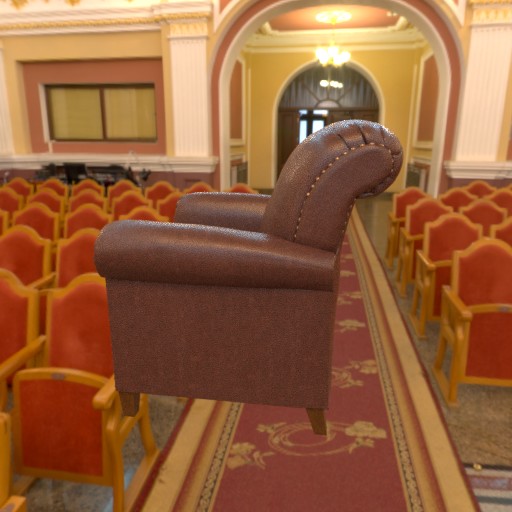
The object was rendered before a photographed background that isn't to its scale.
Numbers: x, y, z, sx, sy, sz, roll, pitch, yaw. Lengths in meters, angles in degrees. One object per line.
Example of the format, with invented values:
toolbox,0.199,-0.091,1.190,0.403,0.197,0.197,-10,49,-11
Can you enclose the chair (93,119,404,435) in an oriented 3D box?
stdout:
chair,0.000,0.000,1.601,0.890,0.927,0.854,2,15,9
